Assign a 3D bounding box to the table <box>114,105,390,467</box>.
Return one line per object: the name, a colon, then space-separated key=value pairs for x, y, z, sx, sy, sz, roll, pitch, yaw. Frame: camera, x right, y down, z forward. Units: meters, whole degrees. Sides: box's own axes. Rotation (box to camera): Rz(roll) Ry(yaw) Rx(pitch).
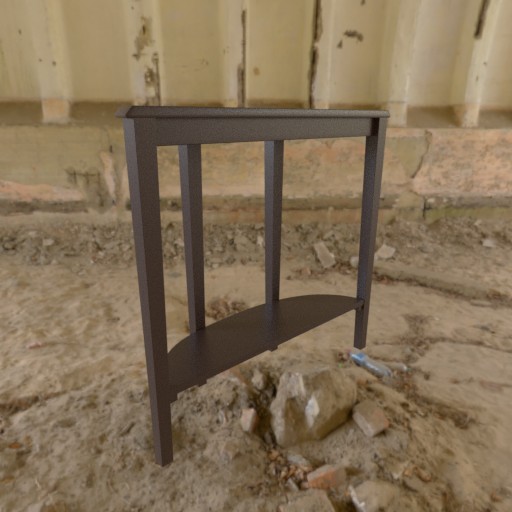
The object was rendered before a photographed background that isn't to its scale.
table: x=0.000 y=0.000 z=1.321 sx=0.909 sy=0.831 sz=0.274 roll=-16 pitch=23 yaw=-41
